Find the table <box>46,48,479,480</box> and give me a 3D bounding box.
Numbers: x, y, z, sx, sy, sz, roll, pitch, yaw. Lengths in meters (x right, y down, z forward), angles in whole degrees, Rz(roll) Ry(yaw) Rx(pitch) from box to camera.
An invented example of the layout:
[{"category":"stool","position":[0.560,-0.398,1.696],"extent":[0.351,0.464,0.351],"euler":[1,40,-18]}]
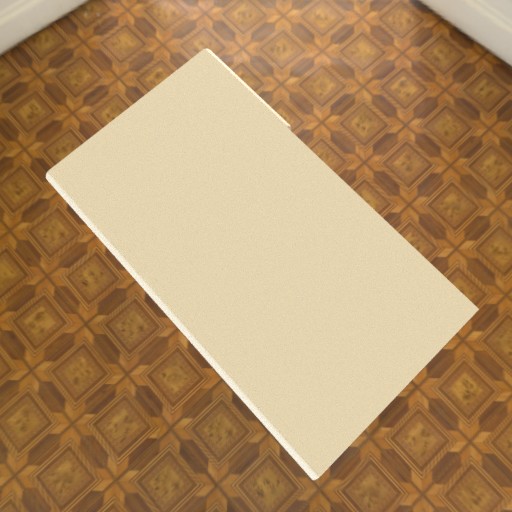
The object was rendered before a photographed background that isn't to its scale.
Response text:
[{"category":"table","position":[0.000,0.000,1.432],"extent":[0.639,0.442,1.097],"euler":[-42,80,-9]}]
